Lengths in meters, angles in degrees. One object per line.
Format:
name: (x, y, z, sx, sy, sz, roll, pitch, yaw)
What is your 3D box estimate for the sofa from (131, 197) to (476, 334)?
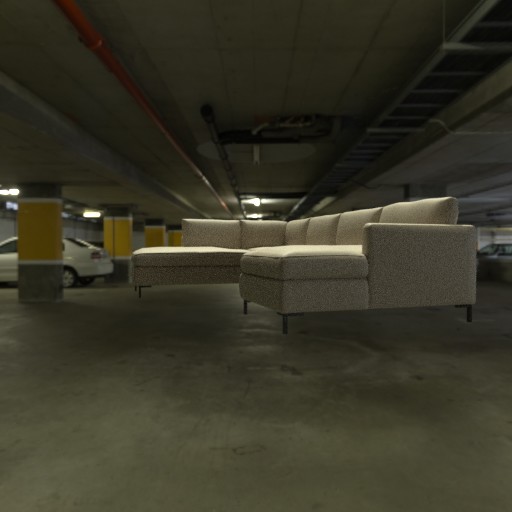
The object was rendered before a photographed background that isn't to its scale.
sofa: (0.000, 0.000, 3.591, 1.879, 0.756, 2.737, 0, 1, -18)
